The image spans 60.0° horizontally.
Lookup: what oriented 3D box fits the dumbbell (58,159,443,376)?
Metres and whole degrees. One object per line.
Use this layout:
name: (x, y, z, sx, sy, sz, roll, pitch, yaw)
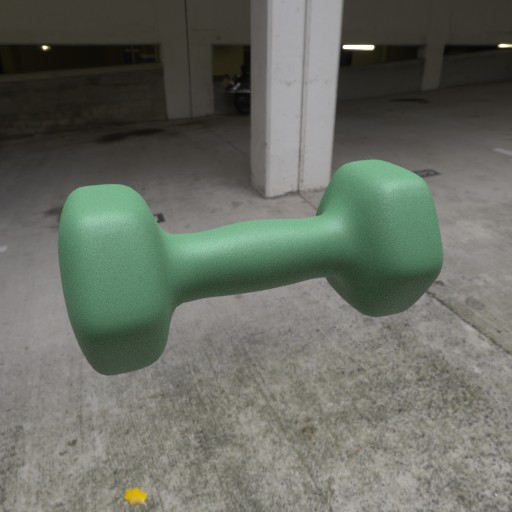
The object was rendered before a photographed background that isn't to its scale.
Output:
dumbbell: (0.000, 0.000, 0.320, 0.257, 0.114, 0.126, -8, 27, -17)
